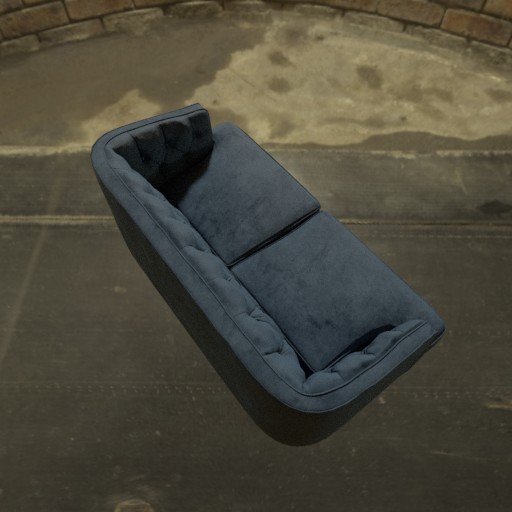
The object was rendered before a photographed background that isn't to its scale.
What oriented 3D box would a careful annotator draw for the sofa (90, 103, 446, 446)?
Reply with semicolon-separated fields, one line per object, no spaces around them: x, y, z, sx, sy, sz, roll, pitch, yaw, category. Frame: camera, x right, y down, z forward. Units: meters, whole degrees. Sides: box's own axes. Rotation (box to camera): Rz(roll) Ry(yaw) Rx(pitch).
0.000;0.000;2.248;0.941;0.854;1.733;-33;64;-19;sofa
